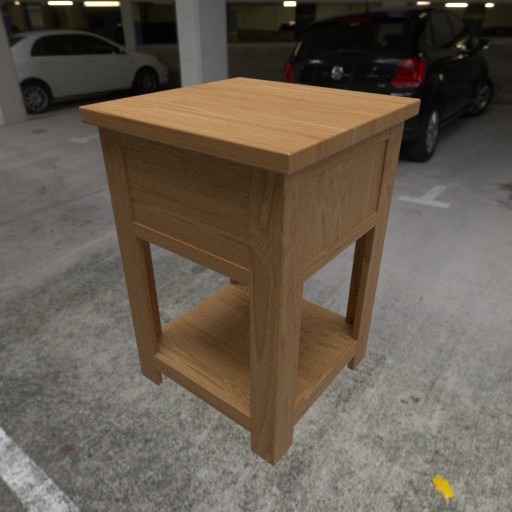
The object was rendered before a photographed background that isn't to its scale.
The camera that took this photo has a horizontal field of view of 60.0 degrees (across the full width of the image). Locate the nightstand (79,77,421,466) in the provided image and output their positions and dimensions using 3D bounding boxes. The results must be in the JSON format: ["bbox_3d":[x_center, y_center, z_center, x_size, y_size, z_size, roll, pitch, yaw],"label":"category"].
[{"bbox_3d":[0.000,0.000,0.922,0.428,0.614,0.418,21,36,32],"label":"nightstand"}]
